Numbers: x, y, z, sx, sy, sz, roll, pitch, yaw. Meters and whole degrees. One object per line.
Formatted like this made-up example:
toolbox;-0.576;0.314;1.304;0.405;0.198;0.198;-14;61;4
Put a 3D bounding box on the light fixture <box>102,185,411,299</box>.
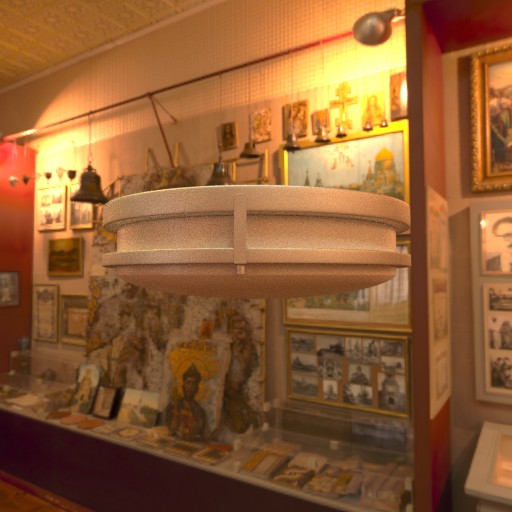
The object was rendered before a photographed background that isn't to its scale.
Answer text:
light fixture;0.000;0.000;0.539;0.356;0.102;0.356;0;-3;0
